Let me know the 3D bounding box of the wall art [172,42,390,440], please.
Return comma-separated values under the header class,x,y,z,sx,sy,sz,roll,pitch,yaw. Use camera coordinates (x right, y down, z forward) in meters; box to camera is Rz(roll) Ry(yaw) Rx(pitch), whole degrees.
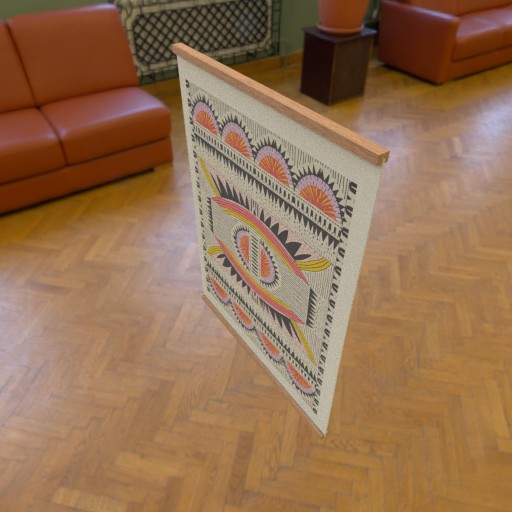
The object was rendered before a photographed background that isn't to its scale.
class,x,y,z,sx,sy,sz,roll,pitch,yaw
wall art,0.000,0.000,1.325,0.028,1.016,0.765,-25,47,-26
